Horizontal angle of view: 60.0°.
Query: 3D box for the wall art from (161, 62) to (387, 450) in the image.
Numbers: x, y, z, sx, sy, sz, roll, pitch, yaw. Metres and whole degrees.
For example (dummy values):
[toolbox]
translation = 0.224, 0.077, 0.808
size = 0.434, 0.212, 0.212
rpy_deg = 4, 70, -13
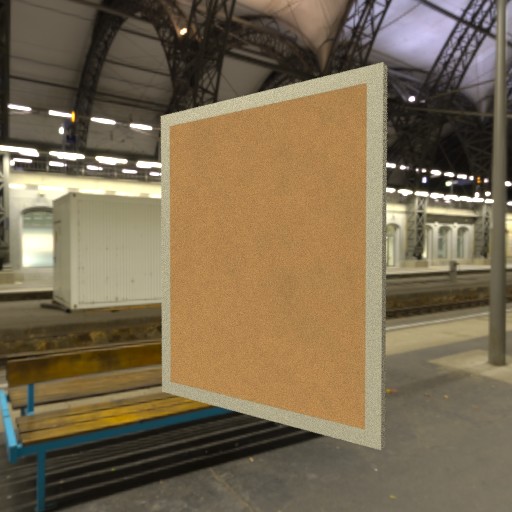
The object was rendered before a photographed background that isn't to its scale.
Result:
[wall art]
translation = 0.000, 0.000, 1.127
size = 0.661, 0.811, 0.026
rpy_deg = 1, 1, 35
